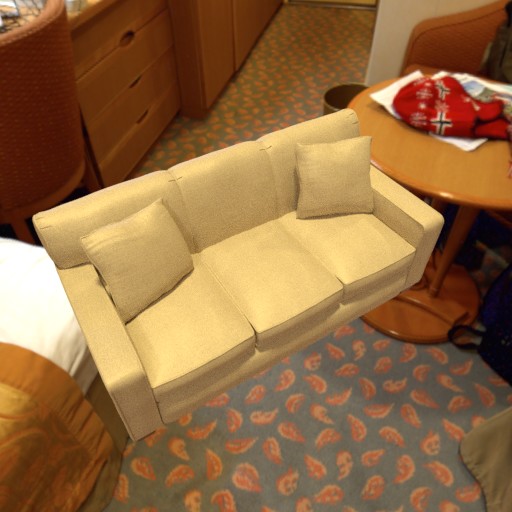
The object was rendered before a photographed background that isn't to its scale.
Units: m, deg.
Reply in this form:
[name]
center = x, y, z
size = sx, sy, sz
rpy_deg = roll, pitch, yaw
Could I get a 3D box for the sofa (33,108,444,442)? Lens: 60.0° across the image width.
[sofa]
center = 0.000, 0.000, 2.563
size = 2.024, 0.958, 0.997
rpy_deg = -24, 51, -22
